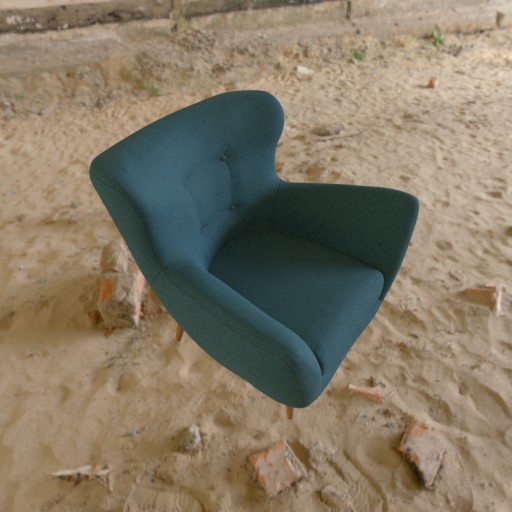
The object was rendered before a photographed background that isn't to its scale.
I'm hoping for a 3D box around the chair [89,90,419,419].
[{"bbox_3d":[0.000,0.000,1.635,0.889,0.889,0.890,26,48,26],"label":"chair"}]
